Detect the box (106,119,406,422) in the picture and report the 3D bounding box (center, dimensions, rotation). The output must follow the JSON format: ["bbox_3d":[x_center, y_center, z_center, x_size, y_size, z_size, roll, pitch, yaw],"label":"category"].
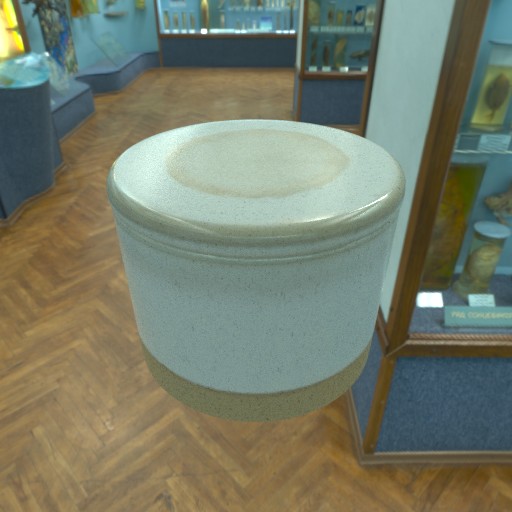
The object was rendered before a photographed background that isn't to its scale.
[{"bbox_3d":[0.000,0.000,0.266,0.154,0.123,0.154,0,33,0],"label":"box"}]
